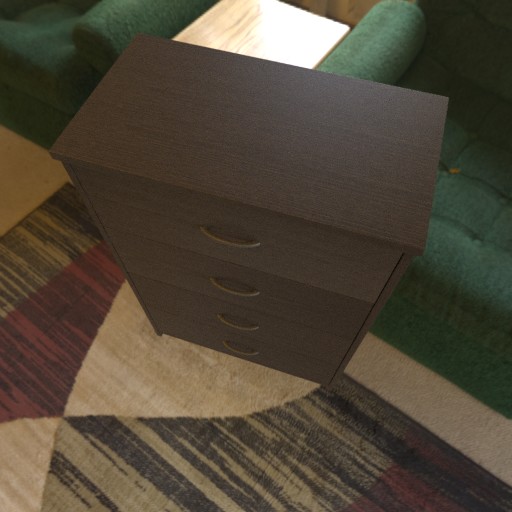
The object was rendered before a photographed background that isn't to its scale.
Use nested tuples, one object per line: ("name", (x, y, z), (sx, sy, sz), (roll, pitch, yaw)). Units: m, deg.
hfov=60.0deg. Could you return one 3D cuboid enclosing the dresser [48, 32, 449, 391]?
("dresser", (0.000, 0.000, 1.311), (0.704, 1.020, 0.399), (16, 61, 9))
